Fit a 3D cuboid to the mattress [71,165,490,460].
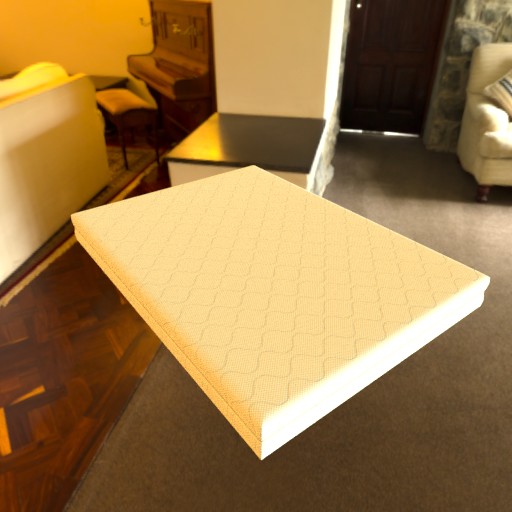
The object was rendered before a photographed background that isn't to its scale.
[{"bbox_3d":[0.000,0.000,2.456,1.400,0.200,1.900,-22,38,-31],"label":"mattress"}]
